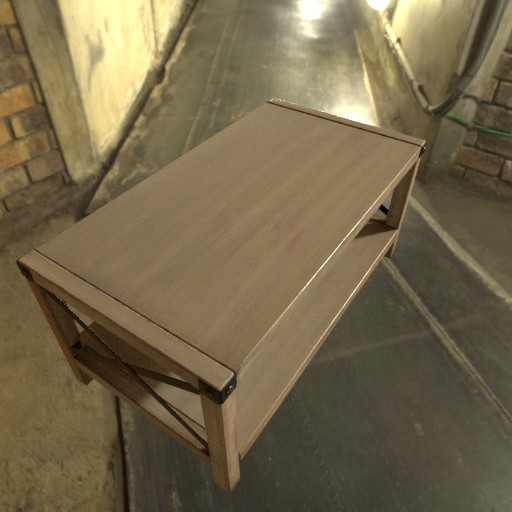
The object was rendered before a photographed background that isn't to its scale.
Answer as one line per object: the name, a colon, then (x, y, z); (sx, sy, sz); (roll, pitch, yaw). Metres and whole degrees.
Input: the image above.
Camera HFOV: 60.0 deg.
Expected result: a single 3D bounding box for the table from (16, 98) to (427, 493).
table: (0.000, 0.000, 1.277); (0.559, 0.456, 1.016); (25, 48, 25)
